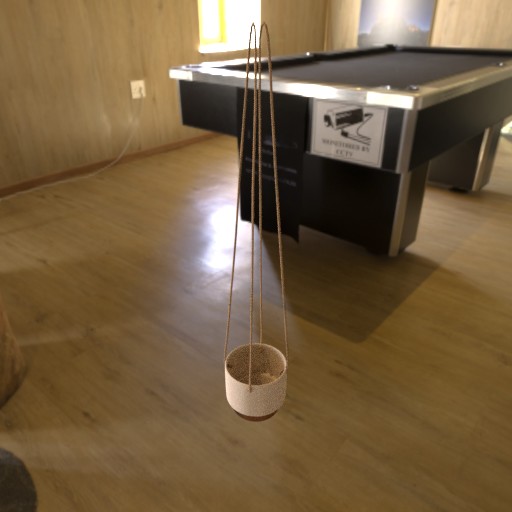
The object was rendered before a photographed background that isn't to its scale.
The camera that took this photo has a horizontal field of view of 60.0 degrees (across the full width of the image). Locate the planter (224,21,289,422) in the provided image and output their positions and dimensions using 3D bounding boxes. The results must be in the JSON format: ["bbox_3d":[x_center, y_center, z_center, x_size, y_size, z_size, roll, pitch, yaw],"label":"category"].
[{"bbox_3d":[0.000,0.000,0.898,0.146,0.841,0.146,-18,34,-29],"label":"planter"}]
